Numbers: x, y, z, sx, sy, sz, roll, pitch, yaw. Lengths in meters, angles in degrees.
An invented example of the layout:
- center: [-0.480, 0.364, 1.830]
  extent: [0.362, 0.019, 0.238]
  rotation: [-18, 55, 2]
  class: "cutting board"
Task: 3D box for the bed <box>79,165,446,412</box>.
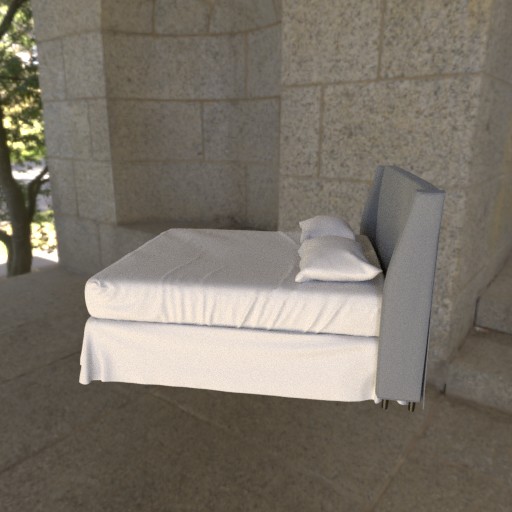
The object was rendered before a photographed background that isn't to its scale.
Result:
- center: [0.000, 0.000, 3.486]
  extent: [2.276, 1.332, 1.925]
  rotation: [2, 16, 8]
  class: "bed"
